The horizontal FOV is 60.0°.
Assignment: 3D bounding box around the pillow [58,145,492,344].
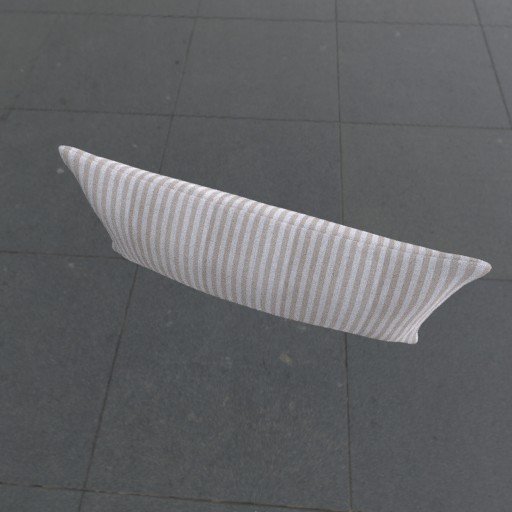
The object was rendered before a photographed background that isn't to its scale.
[{"bbox_3d":[0.000,0.000,0.723,0.617,0.295,0.151,17,61,9],"label":"pillow"}]
